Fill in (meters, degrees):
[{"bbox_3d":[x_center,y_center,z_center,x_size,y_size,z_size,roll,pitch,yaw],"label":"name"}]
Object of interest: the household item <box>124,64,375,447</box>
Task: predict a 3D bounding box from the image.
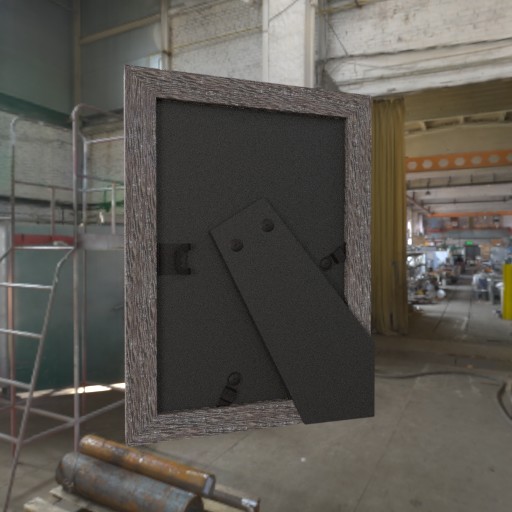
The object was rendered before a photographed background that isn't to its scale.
[{"bbox_3d":[0.000,0.000,0.235,0.133,0.180,0.020,0,1,-18],"label":"household item"}]
